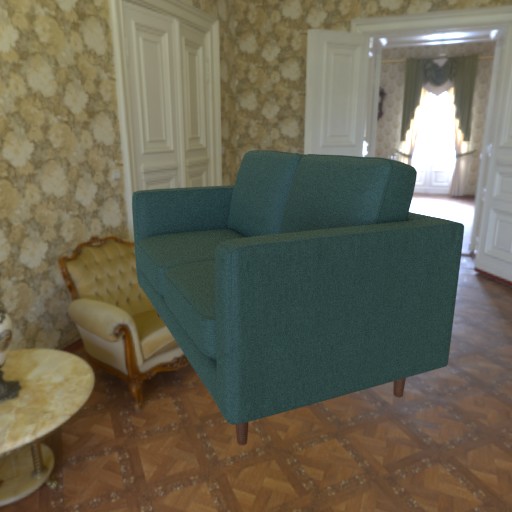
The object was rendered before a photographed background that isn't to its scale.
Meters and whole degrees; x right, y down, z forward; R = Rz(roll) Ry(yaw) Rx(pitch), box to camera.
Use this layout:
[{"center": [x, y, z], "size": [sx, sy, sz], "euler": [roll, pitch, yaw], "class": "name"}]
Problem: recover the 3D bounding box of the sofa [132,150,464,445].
[{"center": [0.000, 0.000, 1.982], "size": [0.879, 0.899, 1.430], "euler": [-7, 16, -24], "class": "sofa"}]
